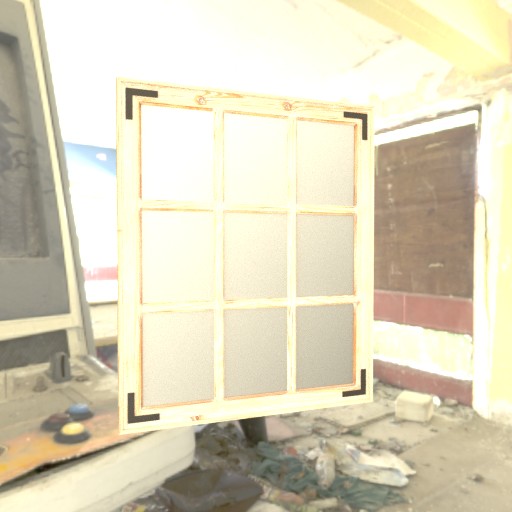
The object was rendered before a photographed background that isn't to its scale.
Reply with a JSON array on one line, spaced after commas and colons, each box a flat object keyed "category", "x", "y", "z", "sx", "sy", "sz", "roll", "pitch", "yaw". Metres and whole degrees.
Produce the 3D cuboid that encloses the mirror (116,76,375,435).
[{"category": "mirror", "x": 0.000, "y": 0.000, "z": 1.221, "sx": 0.730, "sy": 0.882, "sz": 0.032, "roll": 0, "pitch": 1, "yaw": -19}]
